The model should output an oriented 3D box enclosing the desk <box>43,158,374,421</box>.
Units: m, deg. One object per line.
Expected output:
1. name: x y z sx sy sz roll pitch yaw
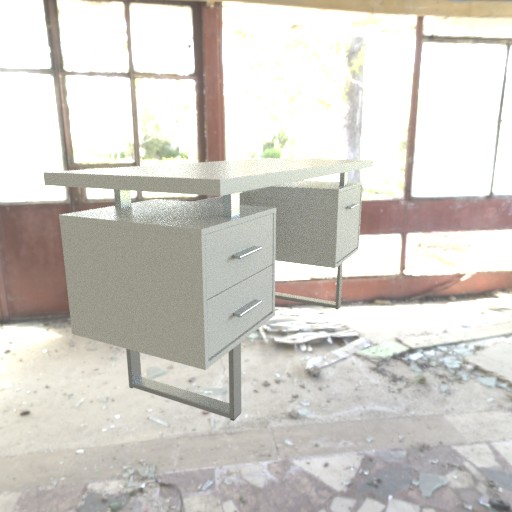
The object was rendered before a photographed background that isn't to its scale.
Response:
1. desk: 0.000 0.000 1.903 0.603 0.773 1.530 7 16 26
